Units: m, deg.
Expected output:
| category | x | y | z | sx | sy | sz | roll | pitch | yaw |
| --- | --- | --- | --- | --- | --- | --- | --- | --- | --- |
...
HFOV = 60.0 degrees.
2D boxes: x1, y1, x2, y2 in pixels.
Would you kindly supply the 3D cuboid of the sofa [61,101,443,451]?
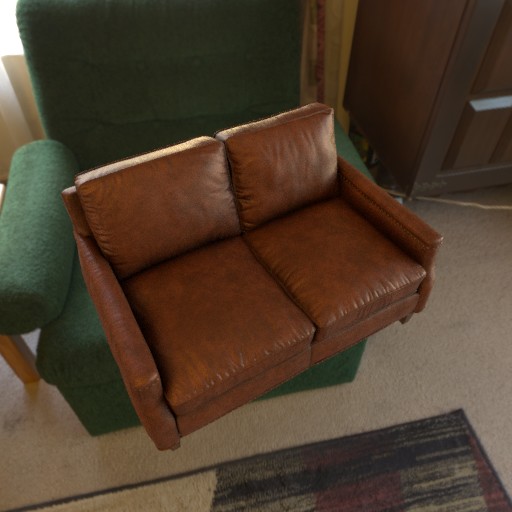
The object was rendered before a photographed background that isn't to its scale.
| category | x | y | z | sx | sy | sz | roll | pitch | yaw |
| --- | --- | --- | --- | --- | --- | --- | --- | --- | --- |
| sofa | 0.000 | 0.000 | 2.268 | 1.628 | 1.003 | 1.083 | -23 | 51 | -20 |
